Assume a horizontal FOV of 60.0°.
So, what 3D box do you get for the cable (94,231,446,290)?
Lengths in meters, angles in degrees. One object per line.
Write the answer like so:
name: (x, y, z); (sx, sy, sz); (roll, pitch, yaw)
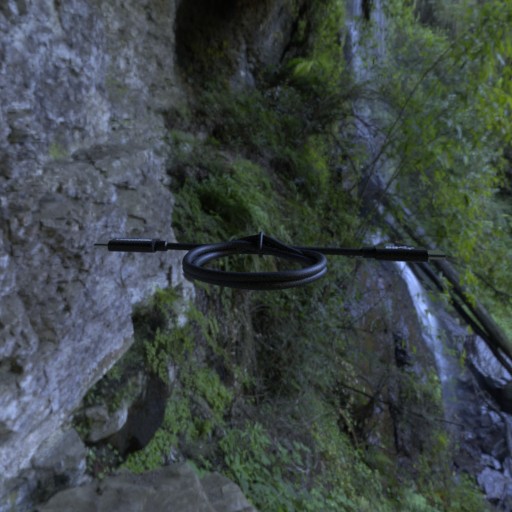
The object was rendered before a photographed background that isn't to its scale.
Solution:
cable: (0.000, 0.000, 0.211); (0.186, 0.014, 0.070); (2, 15, 7)
